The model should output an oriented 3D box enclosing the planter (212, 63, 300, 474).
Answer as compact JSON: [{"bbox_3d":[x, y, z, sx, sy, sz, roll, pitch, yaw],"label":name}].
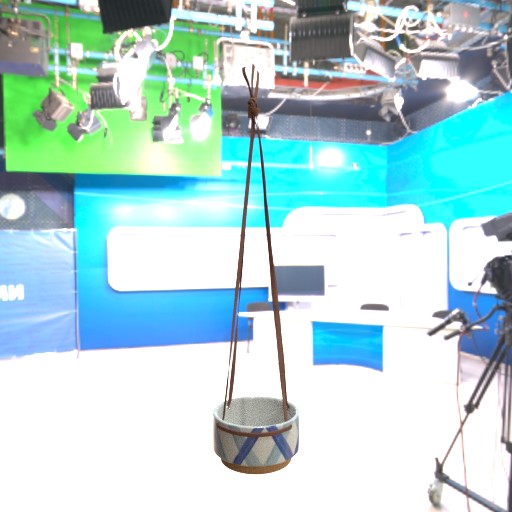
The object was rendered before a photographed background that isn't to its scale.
[{"bbox_3d":[0.000,0.000,0.822,0.166,0.751,0.166,1,1,36],"label":"planter"}]
